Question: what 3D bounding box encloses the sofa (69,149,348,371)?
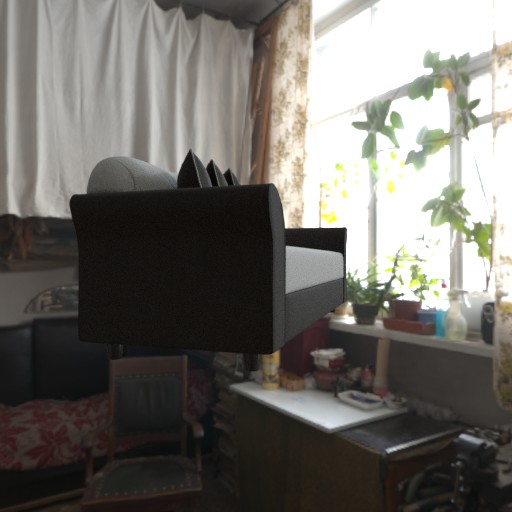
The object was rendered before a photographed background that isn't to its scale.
[{"bbox_3d":[0.000,0.000,2.418,0.755,0.787,2.001,0,-1,18],"label":"sofa"}]
